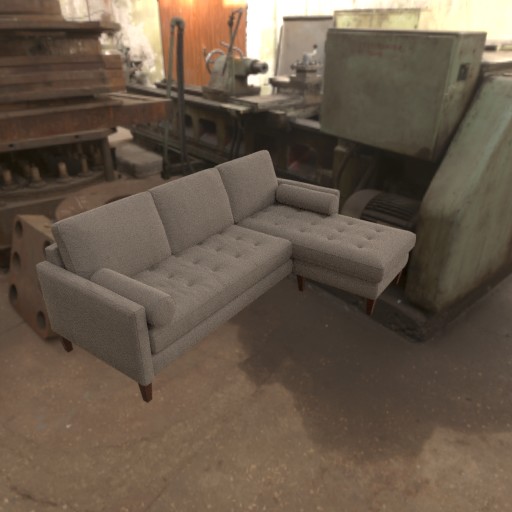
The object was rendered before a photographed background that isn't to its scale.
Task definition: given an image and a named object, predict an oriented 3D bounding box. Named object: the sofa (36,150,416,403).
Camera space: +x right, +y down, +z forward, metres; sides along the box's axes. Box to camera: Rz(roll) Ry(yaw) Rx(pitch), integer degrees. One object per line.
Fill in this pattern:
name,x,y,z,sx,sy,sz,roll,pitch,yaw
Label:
sofa,0.000,0.000,2.948,1.506,0.875,2.178,18,32,31
